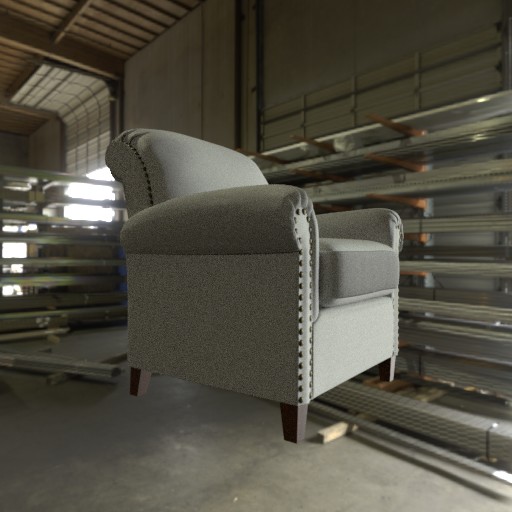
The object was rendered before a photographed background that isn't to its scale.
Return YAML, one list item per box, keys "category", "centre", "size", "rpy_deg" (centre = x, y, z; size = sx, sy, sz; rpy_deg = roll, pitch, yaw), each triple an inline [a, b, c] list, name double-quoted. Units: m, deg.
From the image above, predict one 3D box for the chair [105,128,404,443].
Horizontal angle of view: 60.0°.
- category: "chair"
  centre: [0.000, 0.000, 1.597]
  size: [0.890, 0.927, 0.854]
  rpy_deg: [0, 0, 36]
